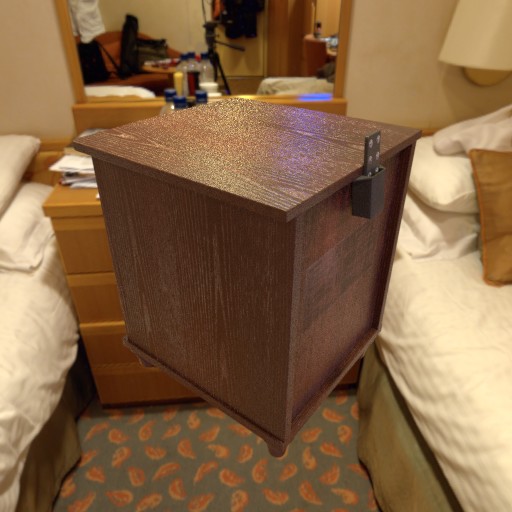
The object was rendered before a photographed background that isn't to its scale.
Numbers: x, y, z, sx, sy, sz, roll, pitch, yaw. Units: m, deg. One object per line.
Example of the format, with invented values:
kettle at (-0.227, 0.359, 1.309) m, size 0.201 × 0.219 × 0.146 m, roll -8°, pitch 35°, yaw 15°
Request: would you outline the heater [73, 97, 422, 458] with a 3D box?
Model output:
heater at (0.000, 0.000, 0.752) m, size 0.400 × 0.481 × 0.362 m, roll 22°, pitch 38°, yaw 32°
